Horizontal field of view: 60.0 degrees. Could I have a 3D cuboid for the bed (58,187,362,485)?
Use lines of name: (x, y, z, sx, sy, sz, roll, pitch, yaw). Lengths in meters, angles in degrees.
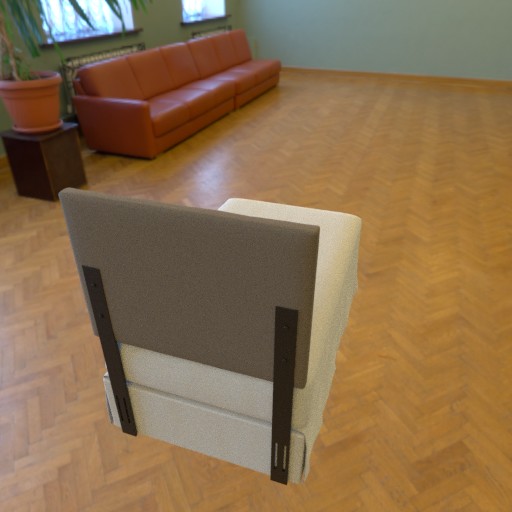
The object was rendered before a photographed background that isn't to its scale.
bed: (0.000, 0.000, 2.935, 1.261, 1.571, 1.997, 10, 33, 16)
